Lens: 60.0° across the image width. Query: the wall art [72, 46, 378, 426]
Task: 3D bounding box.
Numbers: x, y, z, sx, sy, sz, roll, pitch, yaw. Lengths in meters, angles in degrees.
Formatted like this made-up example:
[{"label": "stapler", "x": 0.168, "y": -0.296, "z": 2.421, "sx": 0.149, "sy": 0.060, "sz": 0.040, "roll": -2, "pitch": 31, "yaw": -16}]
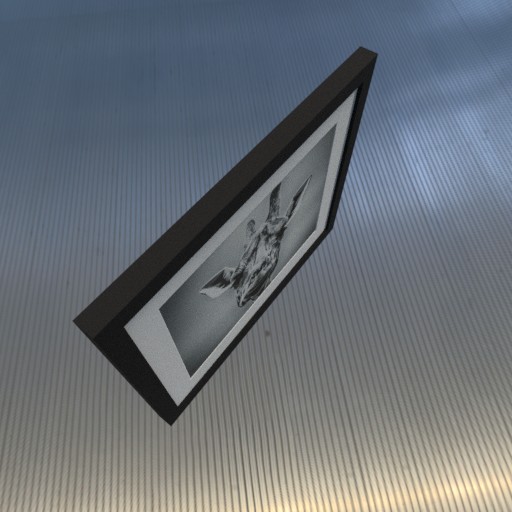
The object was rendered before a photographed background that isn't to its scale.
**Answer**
[{"label": "wall art", "x": 0.000, "y": 0.000, "z": 0.744, "sx": 0.031, "sy": 0.457, "sz": 0.558, "roll": 33, "pitch": 65, "yaw": 18}]
